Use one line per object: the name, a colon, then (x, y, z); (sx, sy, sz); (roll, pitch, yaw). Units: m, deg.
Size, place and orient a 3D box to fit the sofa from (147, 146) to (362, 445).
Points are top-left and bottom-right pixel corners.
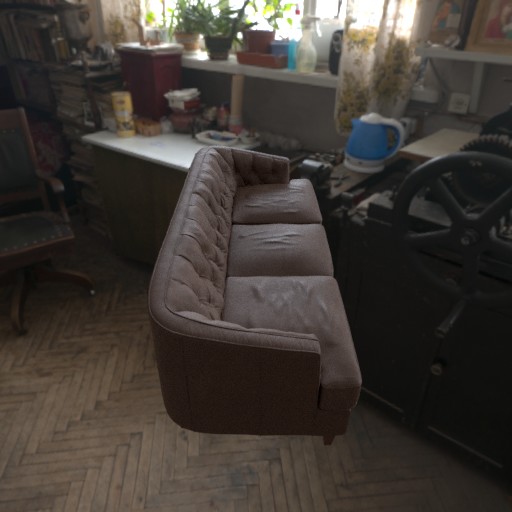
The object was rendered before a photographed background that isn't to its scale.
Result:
sofa: (0.000, 0.000, 2.748); (0.927, 0.787, 2.227); (0, 32, 0)
